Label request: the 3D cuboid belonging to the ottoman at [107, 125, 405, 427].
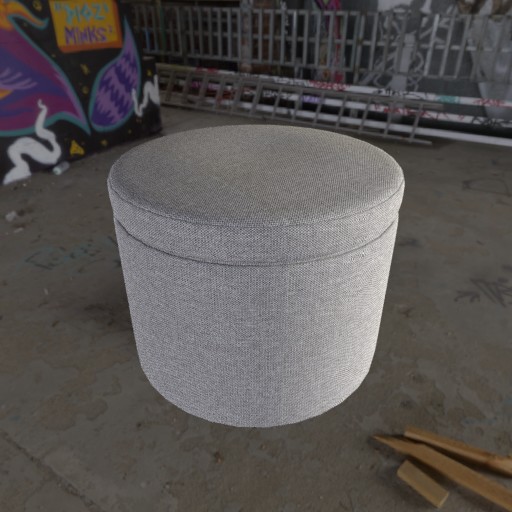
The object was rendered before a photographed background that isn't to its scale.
[{"bbox_3d":[0.000,0.000,0.865,0.500,0.419,0.500,0,30,0],"label":"ottoman"}]
